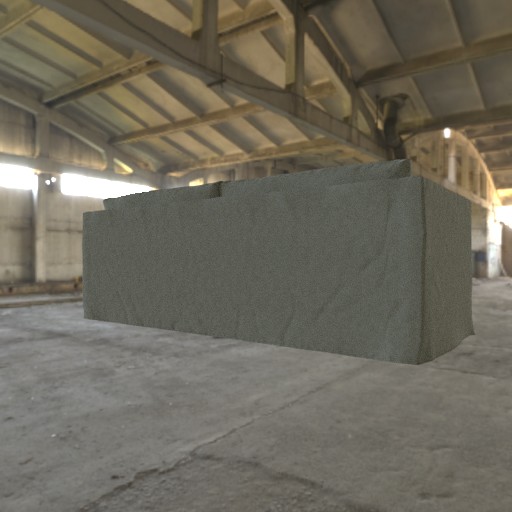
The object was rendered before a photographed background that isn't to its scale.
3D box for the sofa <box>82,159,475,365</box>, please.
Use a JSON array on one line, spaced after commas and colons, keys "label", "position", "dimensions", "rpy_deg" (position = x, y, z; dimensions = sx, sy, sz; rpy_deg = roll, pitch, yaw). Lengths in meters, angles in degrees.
[{"label": "sofa", "position": [0.000, 0.000, 2.730], "dimensions": [2.312, 0.853, 0.962], "rpy_deg": [0, 0, 36]}]
